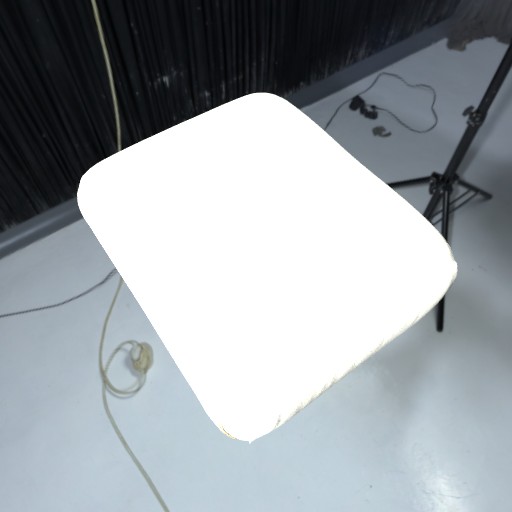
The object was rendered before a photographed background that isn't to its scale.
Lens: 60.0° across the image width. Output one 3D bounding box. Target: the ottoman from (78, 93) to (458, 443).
[{"bbox_3d":[0.000,0.000,1.126,0.622,0.450,0.747,-31,62,-18],"label":"ottoman"}]
